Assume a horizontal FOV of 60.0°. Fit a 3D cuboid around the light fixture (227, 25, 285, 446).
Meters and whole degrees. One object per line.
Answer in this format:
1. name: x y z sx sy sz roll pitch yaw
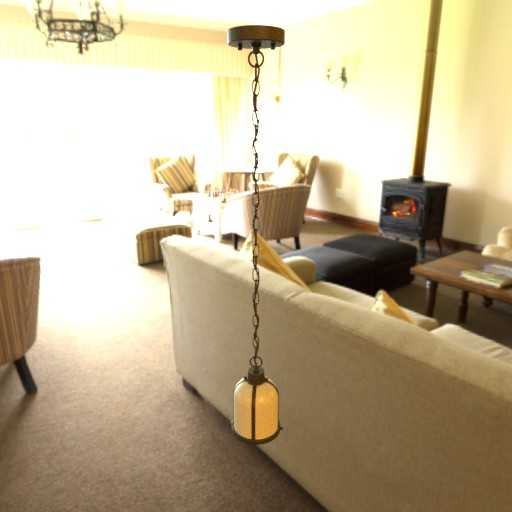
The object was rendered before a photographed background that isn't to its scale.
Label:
1. light fixture: 0.000 0.000 1.284 0.178 1.181 0.178 2 17 6
